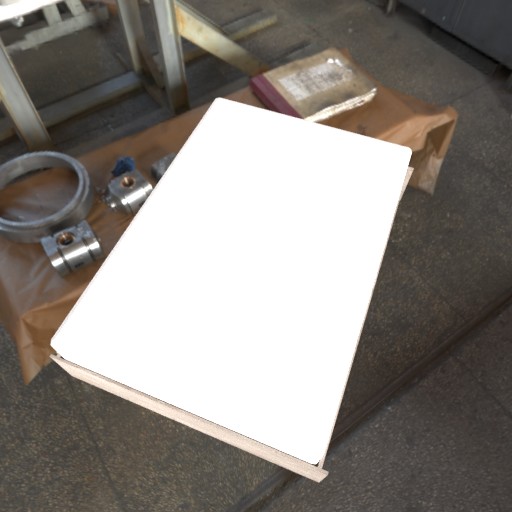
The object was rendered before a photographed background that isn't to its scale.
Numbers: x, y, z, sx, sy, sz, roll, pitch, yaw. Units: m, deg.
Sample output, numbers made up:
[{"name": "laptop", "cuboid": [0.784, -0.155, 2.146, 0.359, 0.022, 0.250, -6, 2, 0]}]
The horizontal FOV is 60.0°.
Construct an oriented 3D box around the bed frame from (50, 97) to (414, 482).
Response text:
[{"name": "bed frame", "cuboid": [0.000, 0.000, 2.612, 1.445, 0.497, 1.945, 19, 59, 11]}]
